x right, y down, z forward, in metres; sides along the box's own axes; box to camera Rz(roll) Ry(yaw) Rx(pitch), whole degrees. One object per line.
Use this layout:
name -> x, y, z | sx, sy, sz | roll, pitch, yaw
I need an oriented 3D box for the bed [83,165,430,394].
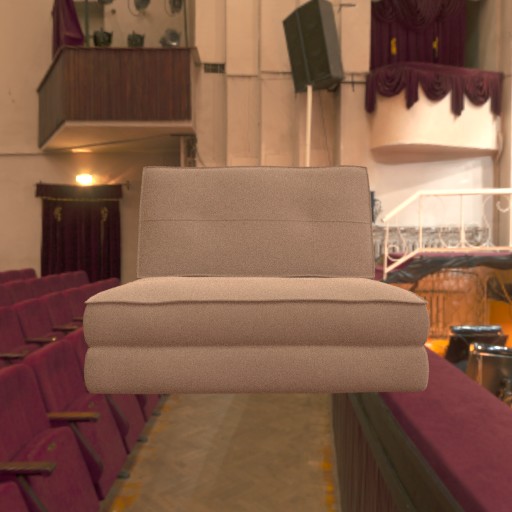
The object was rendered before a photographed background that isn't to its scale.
bed -> 0.000, 0.000, 1.343 | 0.799, 0.614, 0.749 | 0, 1, -1
